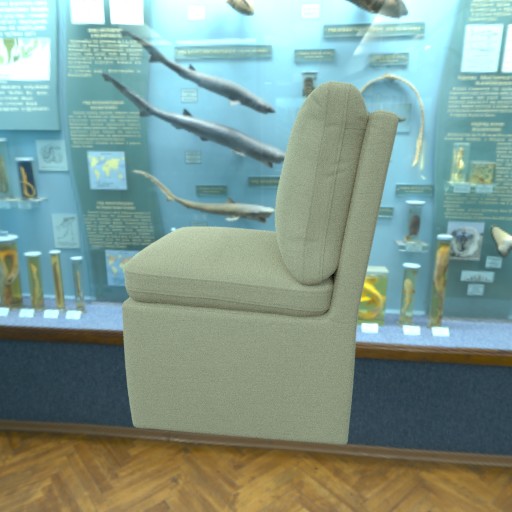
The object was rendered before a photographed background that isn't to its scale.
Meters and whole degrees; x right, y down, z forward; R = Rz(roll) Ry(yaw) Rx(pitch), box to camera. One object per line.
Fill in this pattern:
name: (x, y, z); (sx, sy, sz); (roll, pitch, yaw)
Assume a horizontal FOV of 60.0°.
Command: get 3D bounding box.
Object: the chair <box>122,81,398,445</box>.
chair: (0.000, 0.000, 1.333); (0.698, 0.927, 0.503); (2, 15, 7)
